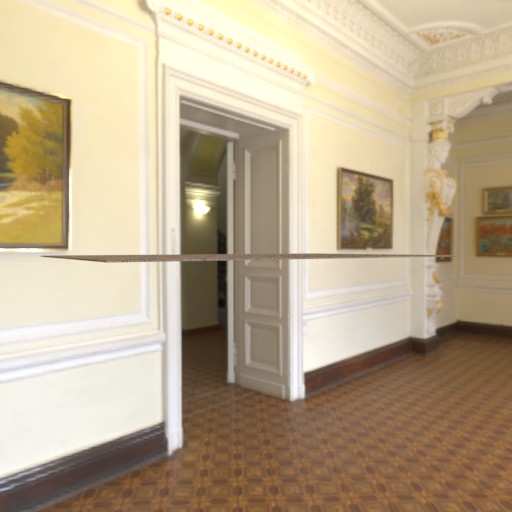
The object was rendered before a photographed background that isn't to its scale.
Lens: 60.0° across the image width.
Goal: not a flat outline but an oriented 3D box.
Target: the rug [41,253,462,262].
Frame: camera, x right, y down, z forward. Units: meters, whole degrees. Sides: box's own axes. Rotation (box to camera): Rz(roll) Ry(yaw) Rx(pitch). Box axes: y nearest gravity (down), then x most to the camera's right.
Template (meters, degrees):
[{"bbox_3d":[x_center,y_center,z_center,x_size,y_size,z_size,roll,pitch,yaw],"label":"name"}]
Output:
[{"bbox_3d":[0.000,0.000,3.007,2.427,0.007,1.515,-1,1,-35],"label":"rug"}]
